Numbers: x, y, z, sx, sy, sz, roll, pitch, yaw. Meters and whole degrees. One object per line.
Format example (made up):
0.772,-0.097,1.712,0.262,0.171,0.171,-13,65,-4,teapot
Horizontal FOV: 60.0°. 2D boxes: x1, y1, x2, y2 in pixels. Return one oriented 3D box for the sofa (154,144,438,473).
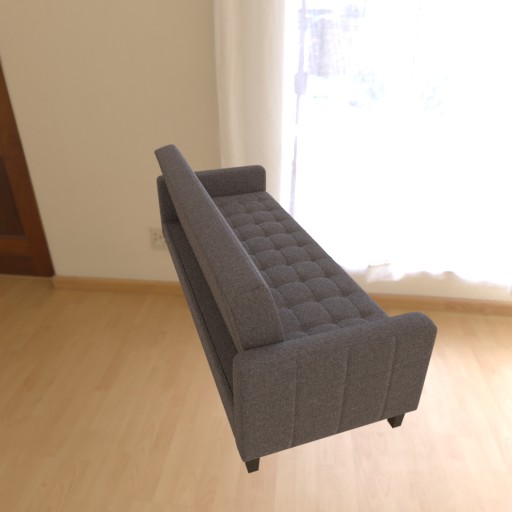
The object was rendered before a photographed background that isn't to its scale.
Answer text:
0.000,0.000,2.470,0.810,0.850,2.040,-10,31,-16,sofa
